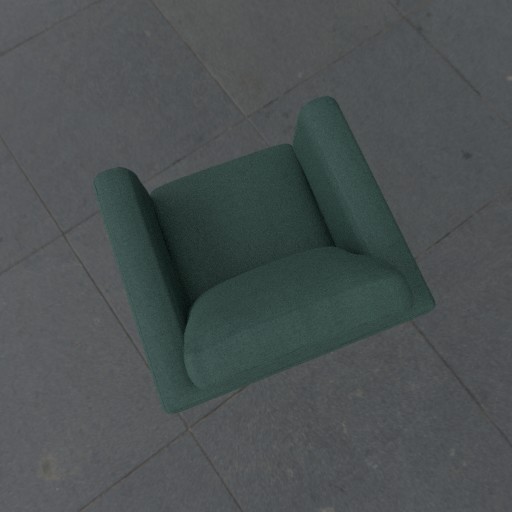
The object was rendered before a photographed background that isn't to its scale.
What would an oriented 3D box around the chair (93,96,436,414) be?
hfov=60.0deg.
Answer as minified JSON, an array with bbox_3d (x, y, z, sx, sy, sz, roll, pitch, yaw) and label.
[{"bbox_3d":[0.000,0.000,1.574,0.855,0.927,0.800,-20,76,-5],"label":"chair"}]
